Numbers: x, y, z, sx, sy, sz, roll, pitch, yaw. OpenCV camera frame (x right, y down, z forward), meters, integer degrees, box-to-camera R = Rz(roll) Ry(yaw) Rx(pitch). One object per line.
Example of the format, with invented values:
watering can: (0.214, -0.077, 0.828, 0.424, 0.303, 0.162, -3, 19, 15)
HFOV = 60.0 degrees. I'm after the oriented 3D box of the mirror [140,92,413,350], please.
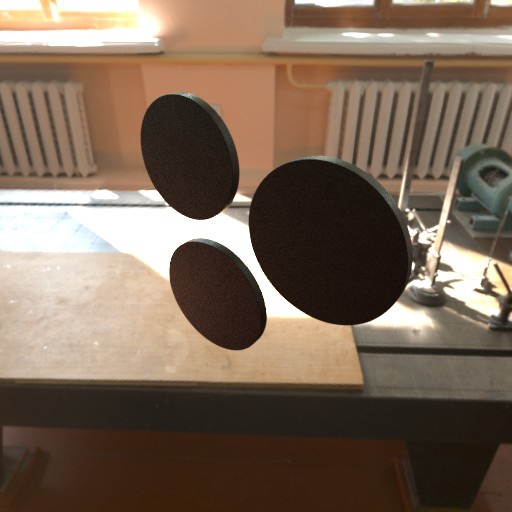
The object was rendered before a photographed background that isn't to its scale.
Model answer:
mirror: (0.000, 0.000, 3.195, 2.160, 2.096, 0.076, 21, 37, 31)
